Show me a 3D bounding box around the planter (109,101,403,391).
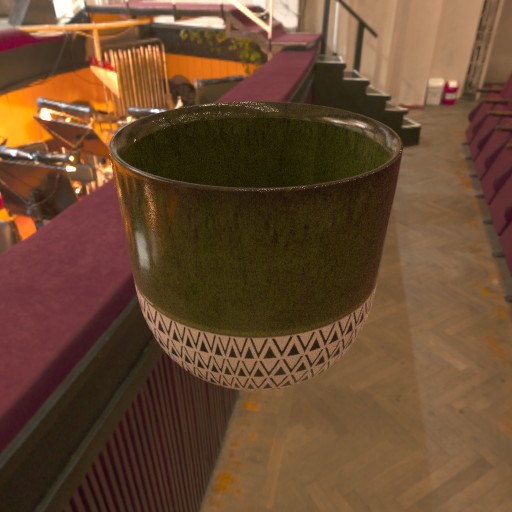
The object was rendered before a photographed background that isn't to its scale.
[{"bbox_3d":[0.000,0.000,0.485,0.266,0.270,0.266,0,32,0],"label":"planter"}]
